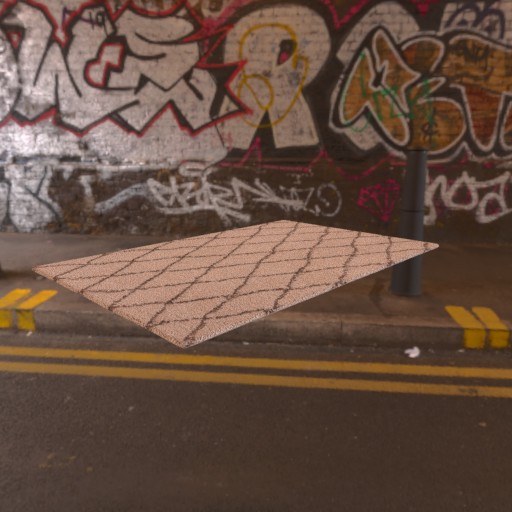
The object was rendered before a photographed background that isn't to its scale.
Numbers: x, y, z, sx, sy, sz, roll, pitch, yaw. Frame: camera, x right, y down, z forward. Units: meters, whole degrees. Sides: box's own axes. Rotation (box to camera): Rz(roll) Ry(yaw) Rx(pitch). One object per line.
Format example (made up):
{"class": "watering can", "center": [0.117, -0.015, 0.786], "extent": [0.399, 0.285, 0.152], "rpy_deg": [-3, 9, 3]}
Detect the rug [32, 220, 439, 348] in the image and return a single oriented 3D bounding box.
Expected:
{"class": "rug", "center": [0.000, 0.000, 3.490], "extent": [1.778, 0.030, 2.743], "rpy_deg": [14, 20, 42]}
